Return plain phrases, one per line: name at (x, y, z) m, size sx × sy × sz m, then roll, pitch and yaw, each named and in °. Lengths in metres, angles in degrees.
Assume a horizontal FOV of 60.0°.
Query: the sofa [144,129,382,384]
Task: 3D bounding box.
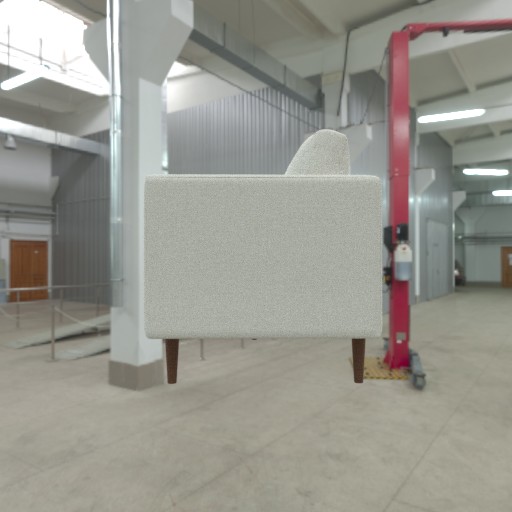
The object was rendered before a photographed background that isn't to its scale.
sofa at (0.000, 0.000, 2.430) m, size 0.802 × 0.912 × 2.029 m, roll 0°, pitch 0°, yaw -1°
